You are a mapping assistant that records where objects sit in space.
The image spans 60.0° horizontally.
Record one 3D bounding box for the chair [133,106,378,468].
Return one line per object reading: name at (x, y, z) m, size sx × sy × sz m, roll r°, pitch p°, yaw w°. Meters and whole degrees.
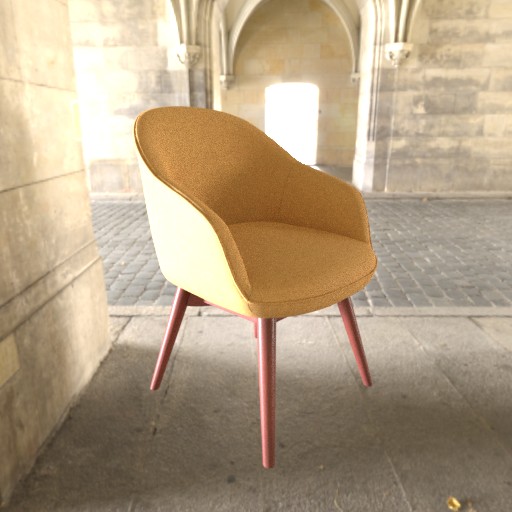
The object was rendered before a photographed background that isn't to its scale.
chair at (0.000, 0.000, 1.261) m, size 0.635 × 0.823 × 0.596 m, roll 15°, pitch 22°, yaw 41°
